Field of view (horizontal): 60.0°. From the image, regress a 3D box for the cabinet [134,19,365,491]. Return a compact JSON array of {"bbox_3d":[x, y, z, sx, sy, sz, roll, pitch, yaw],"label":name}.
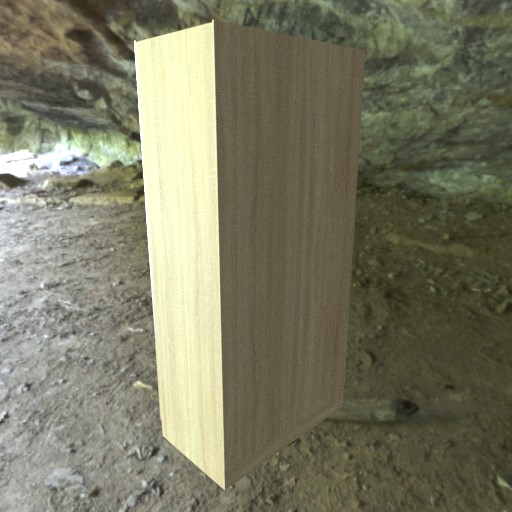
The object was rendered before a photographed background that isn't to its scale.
[{"bbox_3d":[0.000,0.000,2.448,1.001,2.121,0.590,-15,22,-42],"label":"cabinet"}]
